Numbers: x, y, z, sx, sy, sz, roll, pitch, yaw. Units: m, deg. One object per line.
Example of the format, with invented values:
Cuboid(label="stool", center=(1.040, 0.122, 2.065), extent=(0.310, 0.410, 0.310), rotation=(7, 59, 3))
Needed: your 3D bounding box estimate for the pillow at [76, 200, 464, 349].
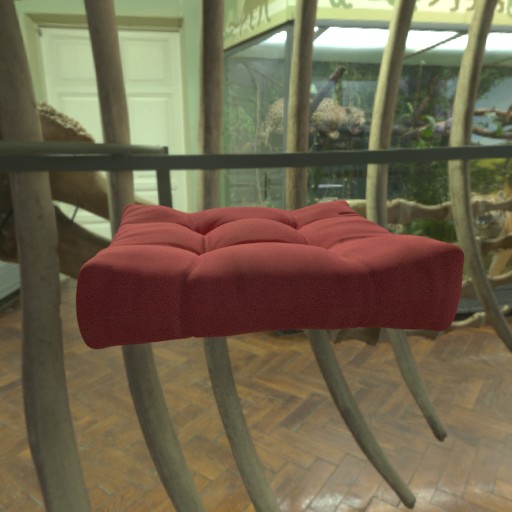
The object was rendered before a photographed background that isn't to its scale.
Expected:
Cuboid(label="pillow", center=(0.000, 0.000, 0.745), extent=(0.490, 0.128, 0.468), rotation=(-2, 15, -9))
